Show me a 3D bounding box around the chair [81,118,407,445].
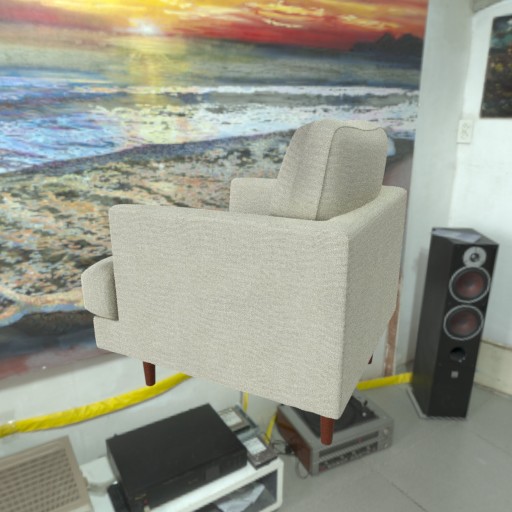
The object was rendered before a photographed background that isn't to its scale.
[{"bbox_3d":[0.000,0.000,1.616,0.899,0.957,0.858,9,19,26],"label":"chair"}]
